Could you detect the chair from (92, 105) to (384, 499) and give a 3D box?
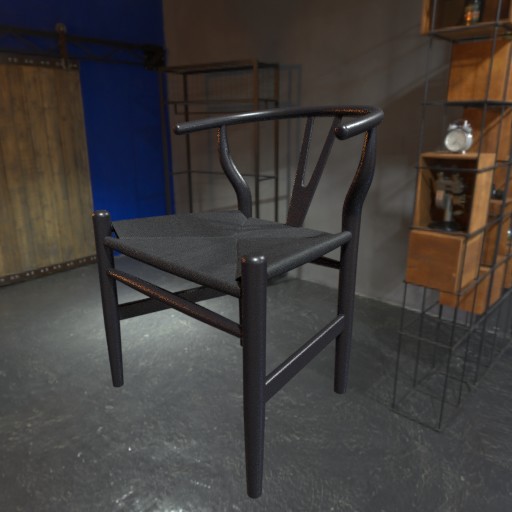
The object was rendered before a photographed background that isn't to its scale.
[{"bbox_3d":[0.000,0.000,1.110,0.569,0.730,0.579,16,23,43],"label":"chair"}]
